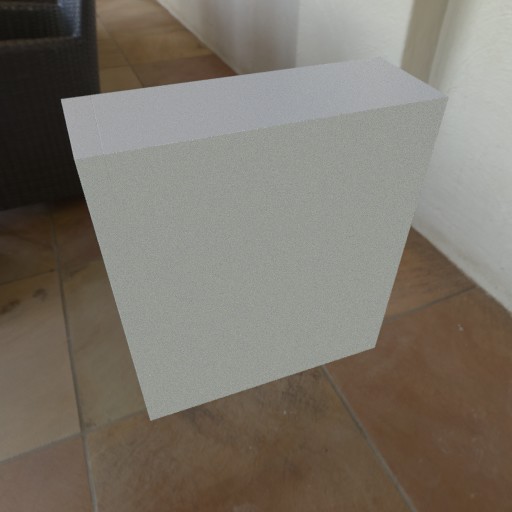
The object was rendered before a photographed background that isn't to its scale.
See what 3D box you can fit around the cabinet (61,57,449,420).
[{"bbox_3d":[0.000,0.000,1.583,0.990,1.150,0.348,-14,44,-15],"label":"cabinet"}]
